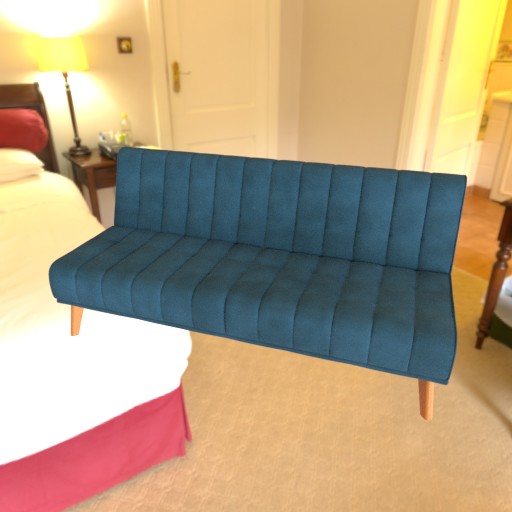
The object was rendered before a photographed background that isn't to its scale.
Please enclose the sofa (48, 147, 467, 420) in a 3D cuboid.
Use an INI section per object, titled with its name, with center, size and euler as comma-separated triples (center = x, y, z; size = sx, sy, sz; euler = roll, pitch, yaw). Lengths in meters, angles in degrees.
[sofa]
center = 0.000, 0.000, 2.181
size = 1.804, 0.813, 0.855
euler = 9, 28, 17
